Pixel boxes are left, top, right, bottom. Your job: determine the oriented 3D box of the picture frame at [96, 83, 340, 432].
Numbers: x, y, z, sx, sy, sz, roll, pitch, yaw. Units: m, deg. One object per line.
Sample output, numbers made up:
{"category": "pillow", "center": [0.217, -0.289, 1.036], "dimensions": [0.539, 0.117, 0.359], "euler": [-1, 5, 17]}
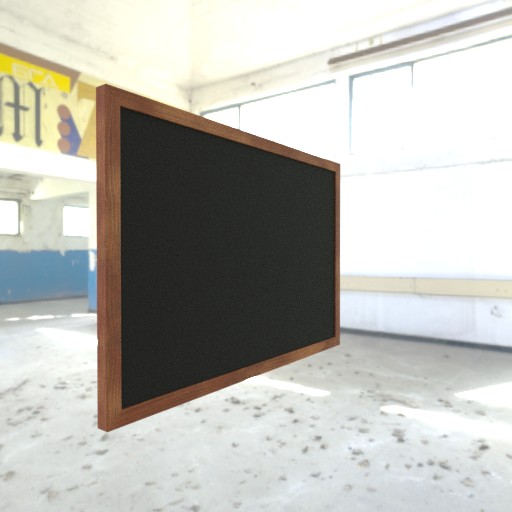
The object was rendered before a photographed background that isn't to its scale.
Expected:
{"category": "picture frame", "center": [0.000, 0.000, 1.200], "dimensions": [0.029, 0.640, 0.950], "euler": [1, 1, 37]}
